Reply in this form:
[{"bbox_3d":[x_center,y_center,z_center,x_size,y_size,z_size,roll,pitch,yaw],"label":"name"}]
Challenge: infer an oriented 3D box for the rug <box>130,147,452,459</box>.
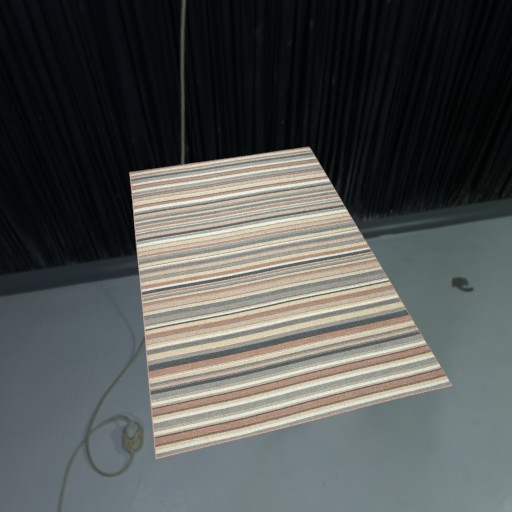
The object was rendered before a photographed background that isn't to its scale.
[{"bbox_3d":[0.000,0.000,2.344,1.219,0.008,1.829,-10,47,-10],"label":"rug"}]
